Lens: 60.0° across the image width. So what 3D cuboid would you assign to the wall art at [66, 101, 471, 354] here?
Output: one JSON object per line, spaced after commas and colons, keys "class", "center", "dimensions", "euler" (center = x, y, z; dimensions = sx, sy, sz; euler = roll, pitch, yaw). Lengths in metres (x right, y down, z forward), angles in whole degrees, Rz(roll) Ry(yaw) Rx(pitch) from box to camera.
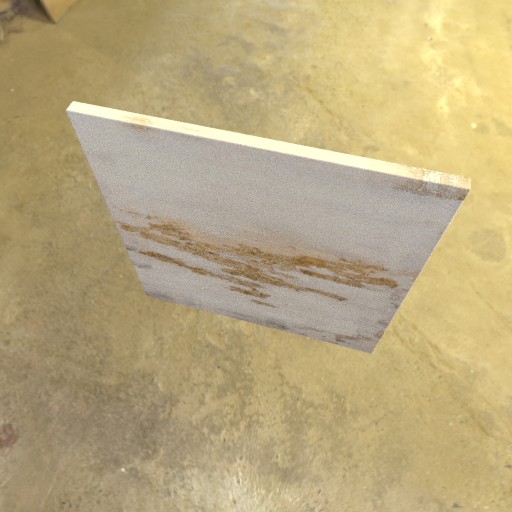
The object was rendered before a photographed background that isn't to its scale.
{"class": "wall art", "center": [0.000, 0.000, 1.509], "dimensions": [1.015, 1.018, 0.040], "euler": [13, 58, 9]}
